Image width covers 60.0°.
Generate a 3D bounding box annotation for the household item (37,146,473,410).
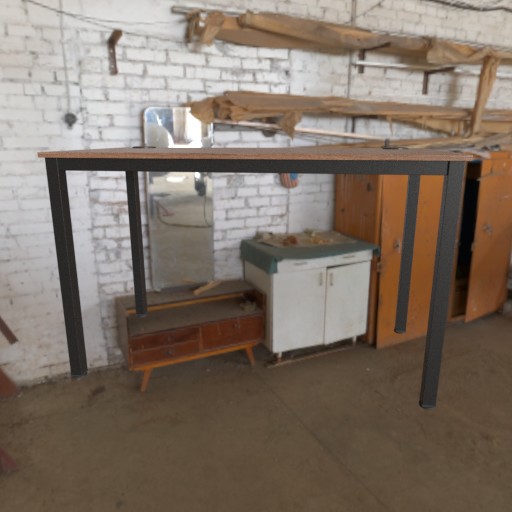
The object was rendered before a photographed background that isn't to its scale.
[{"bbox_3d":[0.000,0.000,1.588,1.200,0.750,0.600,2,15,9],"label":"household item"}]
